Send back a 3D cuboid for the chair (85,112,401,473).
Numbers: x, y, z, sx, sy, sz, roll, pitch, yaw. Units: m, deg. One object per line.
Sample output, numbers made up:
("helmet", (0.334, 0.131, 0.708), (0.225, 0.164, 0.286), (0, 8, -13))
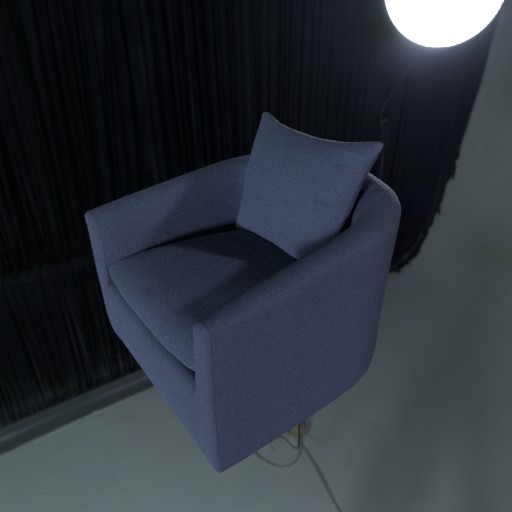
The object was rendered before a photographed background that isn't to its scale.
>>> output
("chair", (0.000, 0.000, 1.583), (0.910, 0.848, 0.845), (-20, 36, -31))
